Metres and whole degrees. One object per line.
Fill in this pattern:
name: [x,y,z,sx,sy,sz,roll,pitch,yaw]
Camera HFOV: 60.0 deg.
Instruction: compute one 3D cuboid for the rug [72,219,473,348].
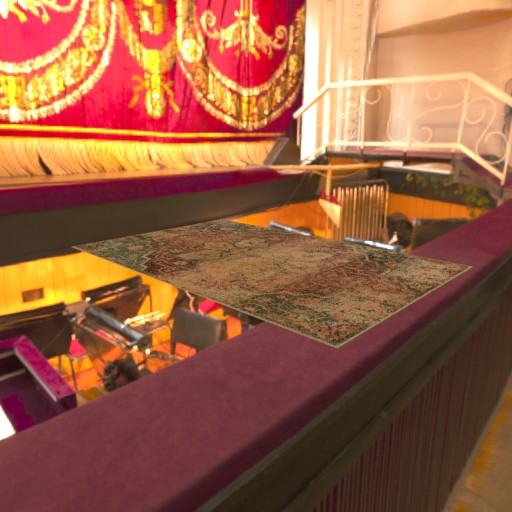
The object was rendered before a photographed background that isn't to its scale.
rug: [0.000,0.000,3.048,2.363,0.004,1.566,15,21,43]
